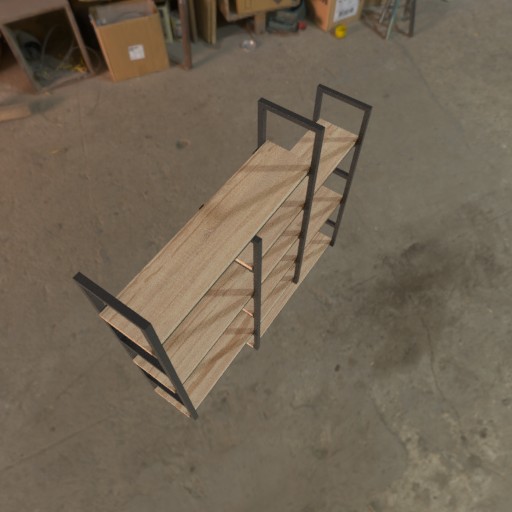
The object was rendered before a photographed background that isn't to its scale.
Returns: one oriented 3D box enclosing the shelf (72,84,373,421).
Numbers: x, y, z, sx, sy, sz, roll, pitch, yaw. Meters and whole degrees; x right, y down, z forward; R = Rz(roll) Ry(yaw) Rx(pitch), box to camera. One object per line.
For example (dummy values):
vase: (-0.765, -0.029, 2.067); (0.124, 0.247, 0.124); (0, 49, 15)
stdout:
shelf: (0.000, 0.000, 1.395); (0.183, 0.921, 0.946); (31, 63, 18)
